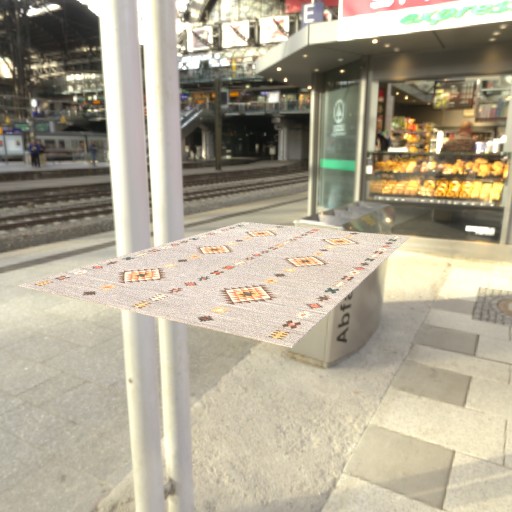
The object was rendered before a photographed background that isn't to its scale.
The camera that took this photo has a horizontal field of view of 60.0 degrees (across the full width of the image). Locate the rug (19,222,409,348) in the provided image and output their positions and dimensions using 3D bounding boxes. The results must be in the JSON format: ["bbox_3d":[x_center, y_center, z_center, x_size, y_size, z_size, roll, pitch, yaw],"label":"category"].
[{"bbox_3d":[0.000,0.000,2.300,1.217,0.005,1.818,7,15,28],"label":"rug"}]
